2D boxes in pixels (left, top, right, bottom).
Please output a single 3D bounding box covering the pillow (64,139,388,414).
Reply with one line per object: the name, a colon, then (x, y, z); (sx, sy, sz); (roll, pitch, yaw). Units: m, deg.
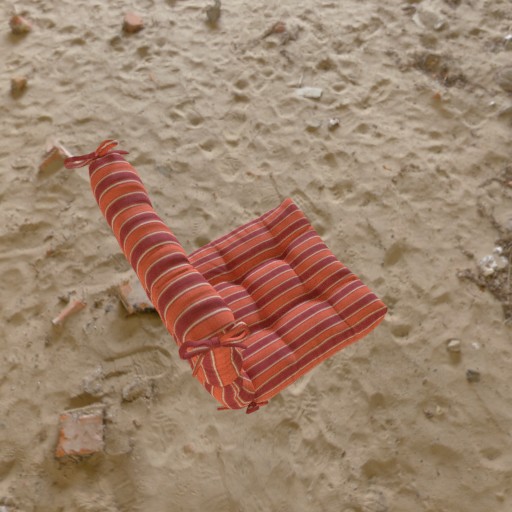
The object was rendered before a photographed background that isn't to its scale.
pillow: (0.000, 0.000, 1.050); (0.571, 0.605, 0.519); (-29, 62, -17)
